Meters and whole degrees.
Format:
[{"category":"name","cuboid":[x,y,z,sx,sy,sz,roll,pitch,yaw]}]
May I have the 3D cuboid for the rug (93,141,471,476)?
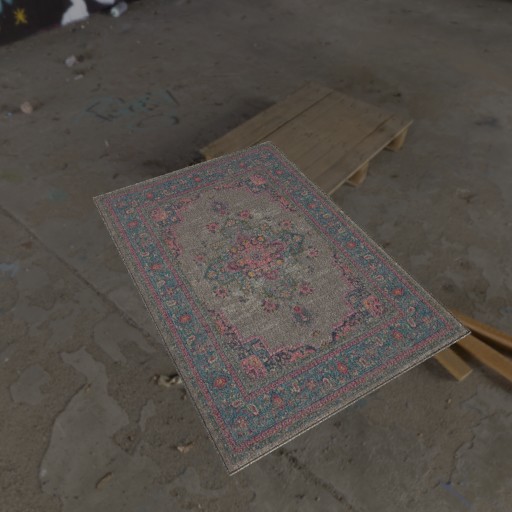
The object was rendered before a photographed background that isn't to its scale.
[{"category":"rug","cuboid":[0.000,0.000,3.771,2.005,0.013,2.890,-23,51,-20]}]
